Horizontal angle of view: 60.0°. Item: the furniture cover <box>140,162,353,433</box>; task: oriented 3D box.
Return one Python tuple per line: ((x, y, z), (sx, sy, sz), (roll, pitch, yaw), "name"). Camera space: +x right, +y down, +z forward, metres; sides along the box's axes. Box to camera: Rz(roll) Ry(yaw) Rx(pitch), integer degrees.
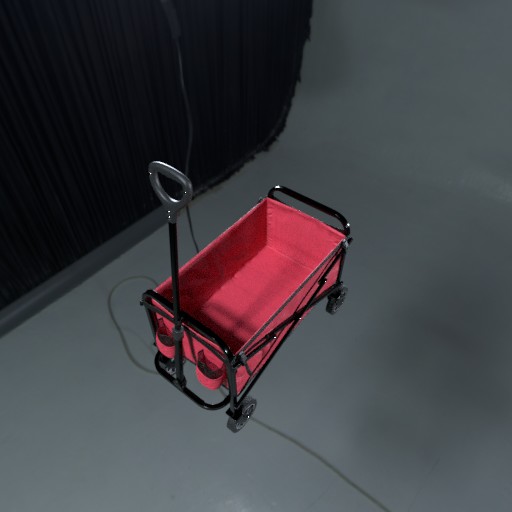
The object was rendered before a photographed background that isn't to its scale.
((0.000, 0.000, 1.838), (0.532, 1.295, 1.038), (30, 53, 25), "furniture cover")
